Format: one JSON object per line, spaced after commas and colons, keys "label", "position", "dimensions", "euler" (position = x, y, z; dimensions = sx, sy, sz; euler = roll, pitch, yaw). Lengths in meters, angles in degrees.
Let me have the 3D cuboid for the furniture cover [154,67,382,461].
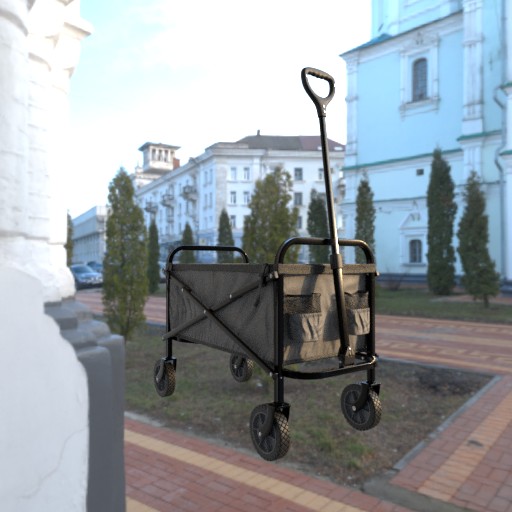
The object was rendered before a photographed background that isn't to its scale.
{"label": "furniture cover", "position": [0.000, 0.000, 1.840], "dimensions": [0.532, 1.295, 1.038], "euler": [1, -1, -35]}
